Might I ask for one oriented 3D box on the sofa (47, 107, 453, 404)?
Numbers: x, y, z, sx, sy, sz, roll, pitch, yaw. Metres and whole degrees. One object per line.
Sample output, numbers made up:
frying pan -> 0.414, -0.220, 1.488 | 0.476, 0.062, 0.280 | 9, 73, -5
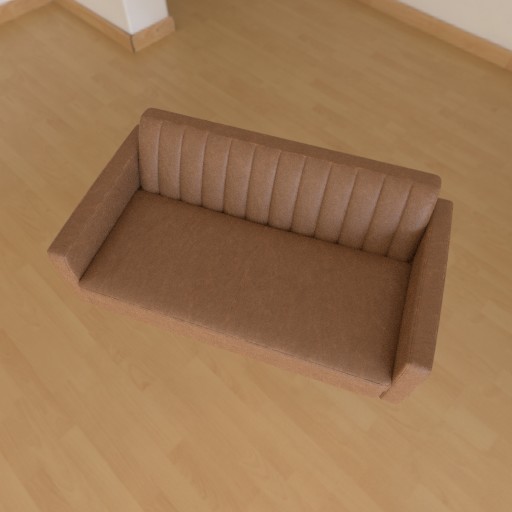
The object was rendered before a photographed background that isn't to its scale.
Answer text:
sofa -> 0.000, 0.000, 2.386 | 1.847, 0.821, 0.993 | 16, 59, 10
